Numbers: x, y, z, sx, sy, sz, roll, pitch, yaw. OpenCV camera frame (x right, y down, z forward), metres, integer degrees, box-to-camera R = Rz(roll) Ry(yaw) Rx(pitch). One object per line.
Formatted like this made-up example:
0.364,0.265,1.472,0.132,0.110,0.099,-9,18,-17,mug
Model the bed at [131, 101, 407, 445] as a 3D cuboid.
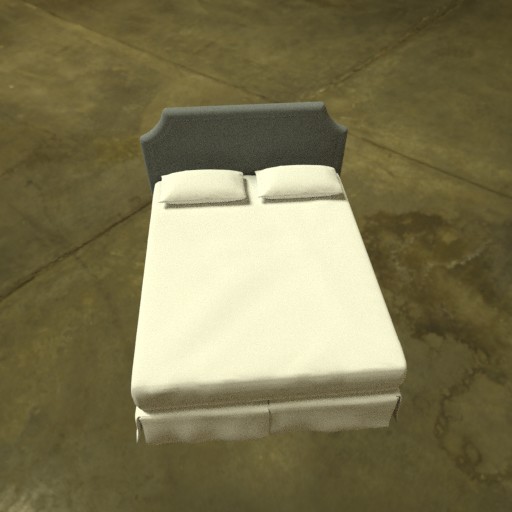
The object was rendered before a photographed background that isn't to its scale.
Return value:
0.000,0.000,3.349,1.811,1.296,2.259,-4,46,-3,bed
